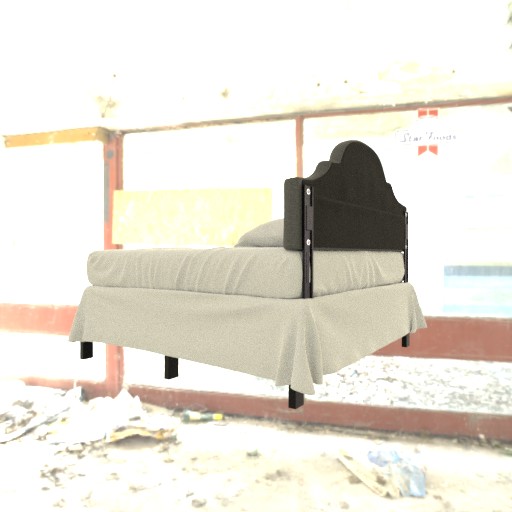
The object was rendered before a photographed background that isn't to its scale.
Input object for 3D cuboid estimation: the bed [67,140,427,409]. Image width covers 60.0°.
[{"bbox_3d":[0.000,0.000,3.743,2.222,1.631,2.303,0,0,36],"label":"bed"}]
